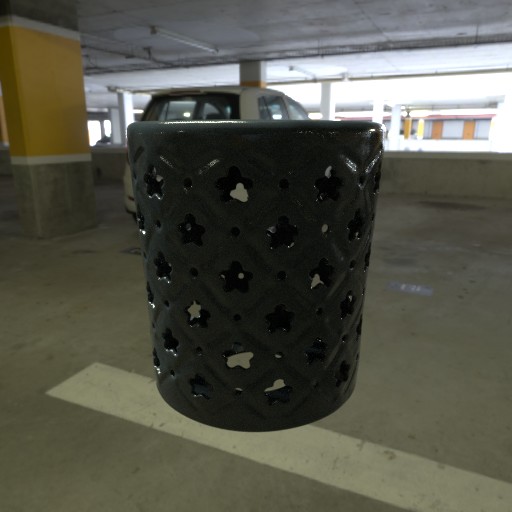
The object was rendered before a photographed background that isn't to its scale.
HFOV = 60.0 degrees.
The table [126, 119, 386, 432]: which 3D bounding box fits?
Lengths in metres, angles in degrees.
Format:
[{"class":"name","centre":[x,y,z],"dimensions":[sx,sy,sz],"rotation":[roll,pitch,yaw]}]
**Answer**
[{"class":"table","centre":[0.000,0.000,0.666],"dimensions":[0.352,0.387,0.352],"rotation":[0,15,0]}]
